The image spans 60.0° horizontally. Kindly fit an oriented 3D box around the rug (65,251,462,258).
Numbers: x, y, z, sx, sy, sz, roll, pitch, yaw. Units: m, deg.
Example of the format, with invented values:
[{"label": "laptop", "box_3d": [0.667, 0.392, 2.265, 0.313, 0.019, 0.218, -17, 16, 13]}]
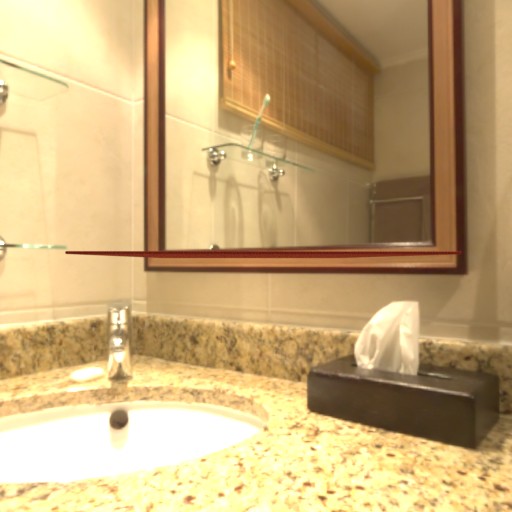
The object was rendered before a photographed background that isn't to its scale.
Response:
[{"label": "rug", "box_3d": [0.000, 0.000, 2.881, 1.593, 0.013, 2.211, 0, -1, -2]}]
